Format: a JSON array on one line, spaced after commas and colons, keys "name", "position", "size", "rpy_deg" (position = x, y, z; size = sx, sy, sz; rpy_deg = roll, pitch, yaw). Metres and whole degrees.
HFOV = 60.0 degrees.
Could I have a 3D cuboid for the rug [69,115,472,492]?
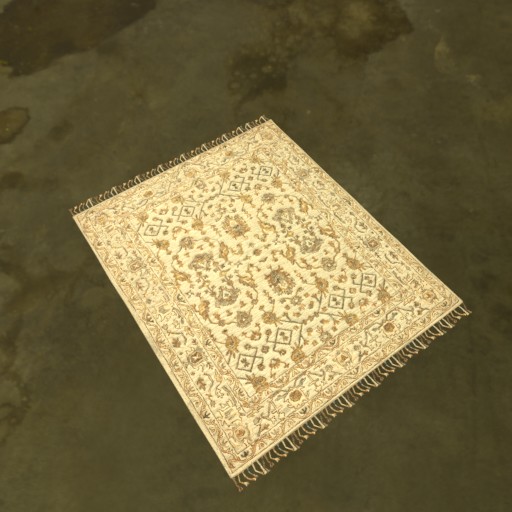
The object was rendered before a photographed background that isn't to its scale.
[{"name": "rug", "position": [0.000, 0.000, 4.098], "size": [2.426, 0.034, 3.061], "rpy_deg": [-31, 63, -18]}]
